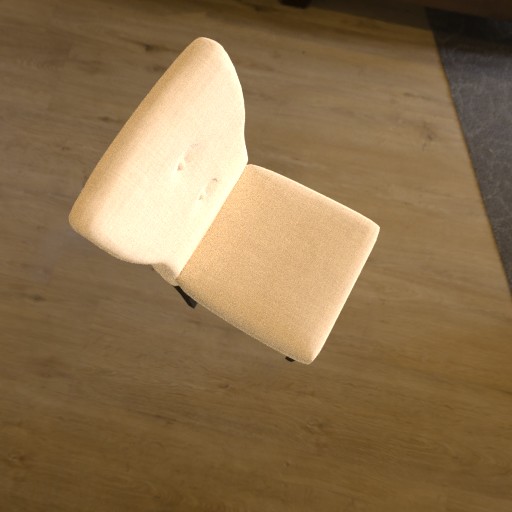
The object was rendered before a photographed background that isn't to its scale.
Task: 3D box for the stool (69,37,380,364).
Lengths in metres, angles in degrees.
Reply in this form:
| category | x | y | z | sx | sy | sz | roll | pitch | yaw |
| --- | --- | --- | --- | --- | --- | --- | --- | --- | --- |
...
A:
| category | x | y | z | sx | sy | sz | roll | pitch | yaw |
| --- | --- | --- | --- | --- | --- | --- | --- | --- | --- |
| stool | 0.000 | 0.000 | 1.411 | 0.603 | 1.124 | 0.516 | 28 | 77 | 7 |
